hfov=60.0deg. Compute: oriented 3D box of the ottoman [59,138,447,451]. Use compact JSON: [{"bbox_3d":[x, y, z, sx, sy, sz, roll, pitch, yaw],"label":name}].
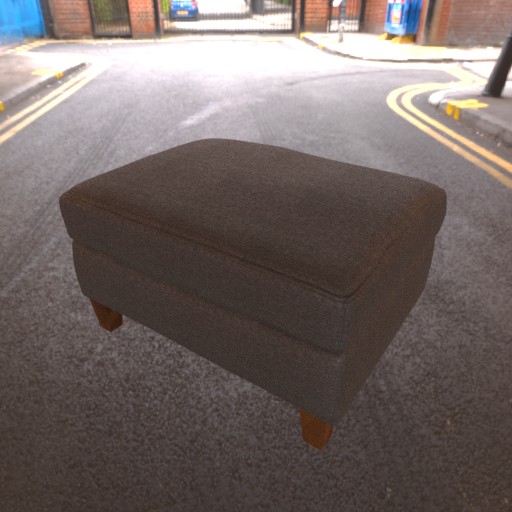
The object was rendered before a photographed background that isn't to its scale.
[{"bbox_3d":[0.000,0.000,1.231,0.826,0.496,0.639,19,36,29],"label":"ottoman"}]
